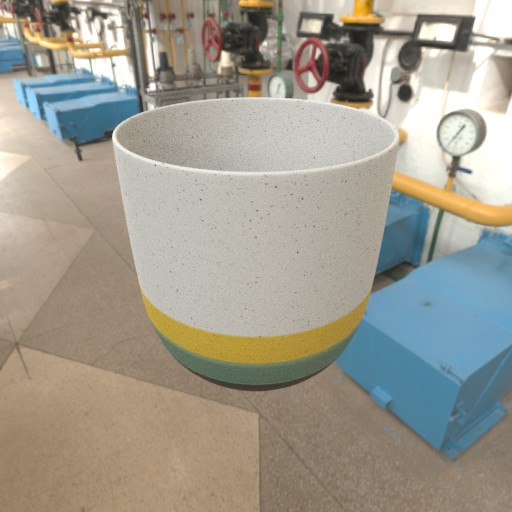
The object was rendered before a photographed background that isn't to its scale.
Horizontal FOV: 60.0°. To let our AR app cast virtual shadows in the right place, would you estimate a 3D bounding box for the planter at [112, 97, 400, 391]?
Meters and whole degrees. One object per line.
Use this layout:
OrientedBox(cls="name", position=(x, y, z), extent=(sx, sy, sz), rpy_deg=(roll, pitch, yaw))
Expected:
OrientedBox(cls="planter", position=(0.000, 0.000, 0.365), extent=(0.195, 0.214, 0.195), rpy_deg=(0, 31, 0))
